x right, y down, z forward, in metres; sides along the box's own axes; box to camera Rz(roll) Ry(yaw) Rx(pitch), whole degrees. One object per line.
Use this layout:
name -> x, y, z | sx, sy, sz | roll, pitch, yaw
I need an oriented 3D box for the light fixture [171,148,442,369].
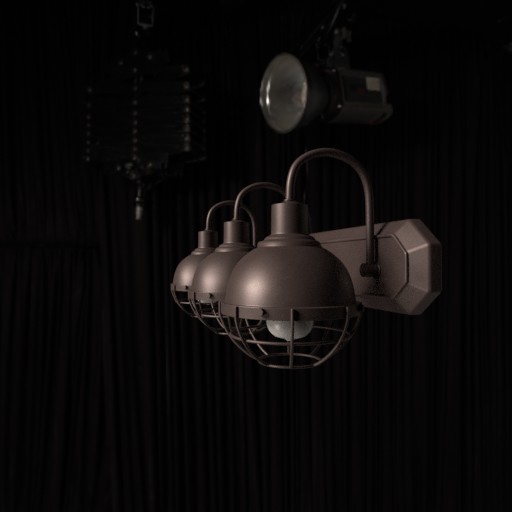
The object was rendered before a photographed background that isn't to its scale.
light fixture -> 0.000, 0.000, 0.755 | 0.229, 0.254, 0.634 | 0, -1, -18
